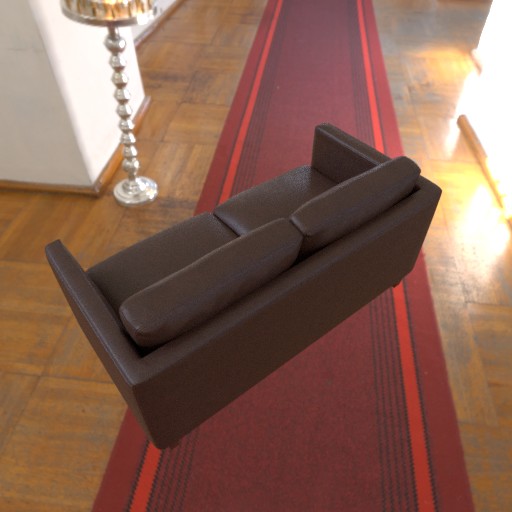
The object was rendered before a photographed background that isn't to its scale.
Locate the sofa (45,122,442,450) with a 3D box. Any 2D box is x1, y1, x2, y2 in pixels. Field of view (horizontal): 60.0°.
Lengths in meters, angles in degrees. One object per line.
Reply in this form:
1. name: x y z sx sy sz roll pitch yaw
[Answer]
1. sofa: 0.000 0.000 2.447 1.883 0.933 0.951 -30 53 -25
